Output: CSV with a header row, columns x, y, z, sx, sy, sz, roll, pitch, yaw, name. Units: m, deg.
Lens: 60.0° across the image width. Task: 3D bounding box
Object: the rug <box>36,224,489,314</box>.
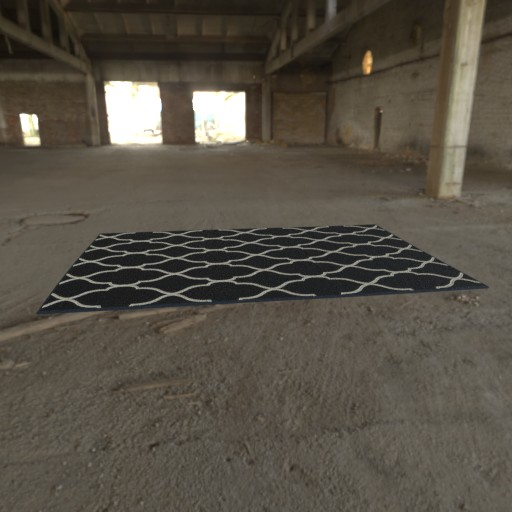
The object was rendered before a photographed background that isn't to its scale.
x,y,z,sx,sy,sz,roll,pitch,yaw,name
0.000,0.000,2.914,2.290,0.014,1.526,-2,17,-8,rug
